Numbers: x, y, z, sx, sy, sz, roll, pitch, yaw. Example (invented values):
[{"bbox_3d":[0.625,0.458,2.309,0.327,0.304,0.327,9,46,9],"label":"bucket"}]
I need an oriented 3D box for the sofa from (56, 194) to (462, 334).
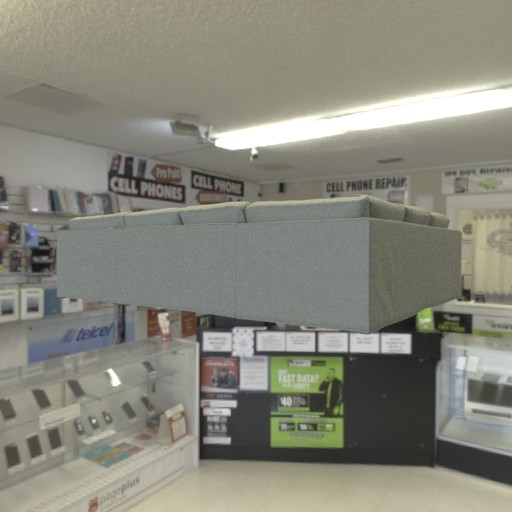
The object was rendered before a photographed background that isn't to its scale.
[{"bbox_3d":[0.000,0.000,4.585,3.460,0.882,2.427,1,1,36],"label":"sofa"}]
